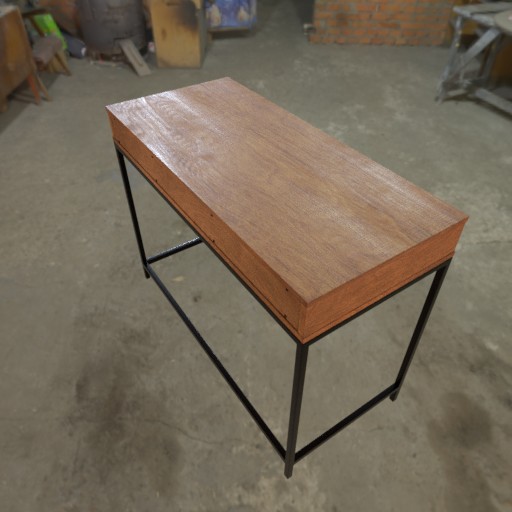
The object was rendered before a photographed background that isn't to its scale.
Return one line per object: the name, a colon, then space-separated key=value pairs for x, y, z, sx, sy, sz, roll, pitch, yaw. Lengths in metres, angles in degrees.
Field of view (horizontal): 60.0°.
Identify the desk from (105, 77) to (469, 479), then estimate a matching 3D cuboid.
desk: x=0.000 y=0.000 z=1.448 sx=0.470 sy=0.762 sz=1.016 roll=-24 pitch=47 yaw=-25
